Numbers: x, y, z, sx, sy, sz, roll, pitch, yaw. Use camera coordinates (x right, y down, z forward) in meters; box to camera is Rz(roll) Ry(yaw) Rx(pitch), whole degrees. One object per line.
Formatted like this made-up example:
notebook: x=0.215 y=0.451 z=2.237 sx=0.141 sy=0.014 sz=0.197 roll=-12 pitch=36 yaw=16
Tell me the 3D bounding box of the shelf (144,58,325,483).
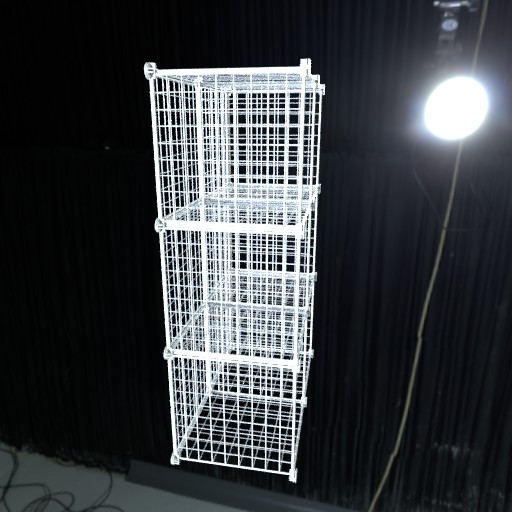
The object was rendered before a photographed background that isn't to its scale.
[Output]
shelf: x=0.000 y=0.000 z=1.412 sx=0.356 sy=1.067 sz=0.711 roll=3 pitch=17 yaw=10
